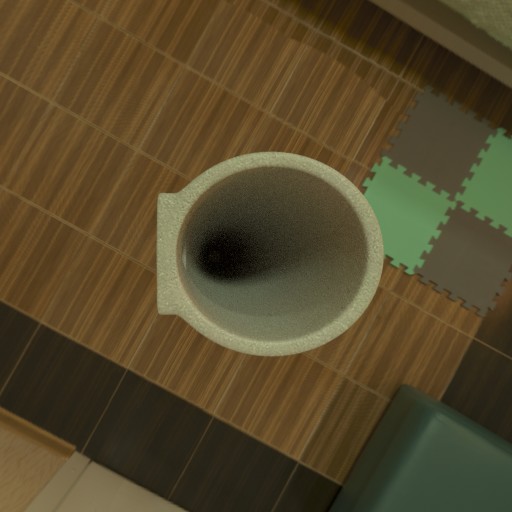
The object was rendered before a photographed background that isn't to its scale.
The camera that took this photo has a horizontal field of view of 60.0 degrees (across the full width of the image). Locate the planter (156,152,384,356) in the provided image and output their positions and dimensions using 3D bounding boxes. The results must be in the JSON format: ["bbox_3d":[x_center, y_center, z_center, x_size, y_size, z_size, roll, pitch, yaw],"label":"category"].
[{"bbox_3d":[0.000,0.000,0.219,0.064,0.191,0.057,0,90,-2],"label":"planter"}]
